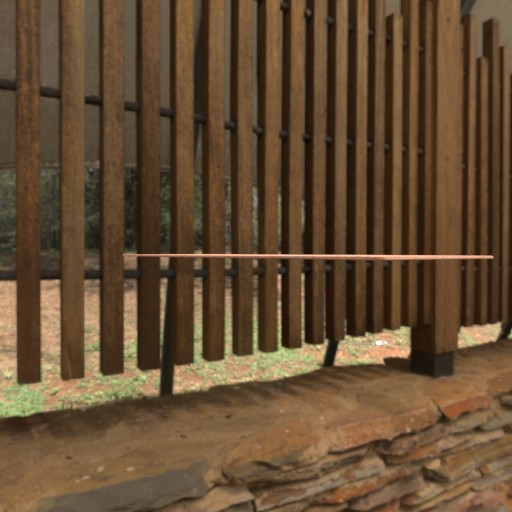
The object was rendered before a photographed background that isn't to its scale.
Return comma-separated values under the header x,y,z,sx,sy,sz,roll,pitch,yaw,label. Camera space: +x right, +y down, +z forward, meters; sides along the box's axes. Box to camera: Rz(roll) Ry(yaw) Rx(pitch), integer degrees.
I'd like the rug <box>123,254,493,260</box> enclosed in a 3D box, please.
x,y,z,sx,sy,sz,roll,pitch,yaw,label
0.000,0.000,2.652,0.760,0.015,2.435,0,0,-37,rug
